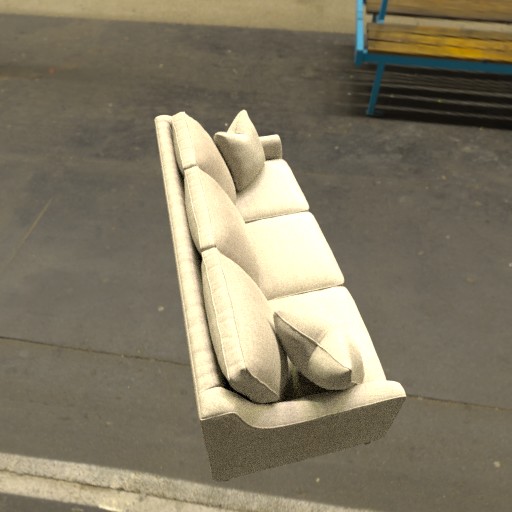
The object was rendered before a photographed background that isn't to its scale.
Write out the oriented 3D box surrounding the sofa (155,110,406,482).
[{"bbox_3d":[0.000,0.000,2.469,0.865,0.914,2.031,-10,48,-9],"label":"sofa"}]
